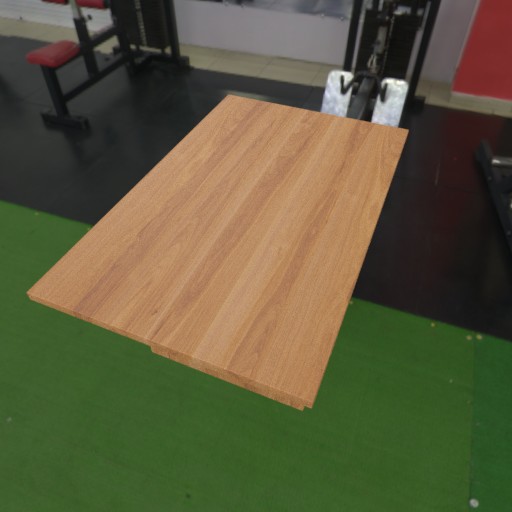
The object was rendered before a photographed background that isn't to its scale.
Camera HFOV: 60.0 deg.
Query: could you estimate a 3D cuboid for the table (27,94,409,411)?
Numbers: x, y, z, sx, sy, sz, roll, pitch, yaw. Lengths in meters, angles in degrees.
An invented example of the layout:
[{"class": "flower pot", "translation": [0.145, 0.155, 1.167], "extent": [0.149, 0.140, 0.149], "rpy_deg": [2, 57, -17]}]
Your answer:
[{"class": "table", "translation": [0.000, 0.000, 1.475], "extent": [0.700, 0.510, 1.100], "rpy_deg": [17, 48, 16]}]
